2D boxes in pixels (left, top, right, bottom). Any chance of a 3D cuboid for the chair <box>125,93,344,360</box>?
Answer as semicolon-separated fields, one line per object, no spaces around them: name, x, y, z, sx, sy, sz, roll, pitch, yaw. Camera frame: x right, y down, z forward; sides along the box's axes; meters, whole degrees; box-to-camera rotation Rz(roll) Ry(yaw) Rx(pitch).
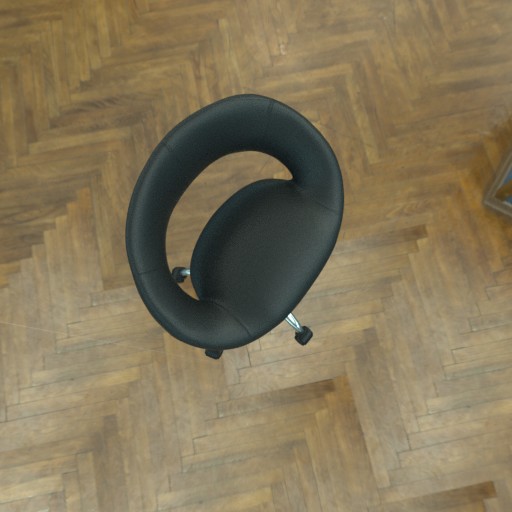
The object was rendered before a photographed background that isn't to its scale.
chair;0.000;0.000;1.212;0.538;0.791;0.612;35;78;8
